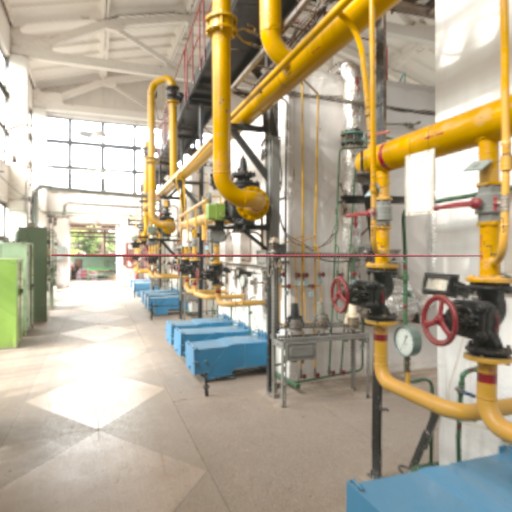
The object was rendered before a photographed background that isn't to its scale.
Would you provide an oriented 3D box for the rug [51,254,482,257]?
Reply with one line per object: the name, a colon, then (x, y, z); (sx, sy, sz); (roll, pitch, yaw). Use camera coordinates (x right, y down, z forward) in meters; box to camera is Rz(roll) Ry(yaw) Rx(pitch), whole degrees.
rug: (0.000, 0.000, 3.068); (2.423, 0.010, 1.534); (0, 0, -19)
